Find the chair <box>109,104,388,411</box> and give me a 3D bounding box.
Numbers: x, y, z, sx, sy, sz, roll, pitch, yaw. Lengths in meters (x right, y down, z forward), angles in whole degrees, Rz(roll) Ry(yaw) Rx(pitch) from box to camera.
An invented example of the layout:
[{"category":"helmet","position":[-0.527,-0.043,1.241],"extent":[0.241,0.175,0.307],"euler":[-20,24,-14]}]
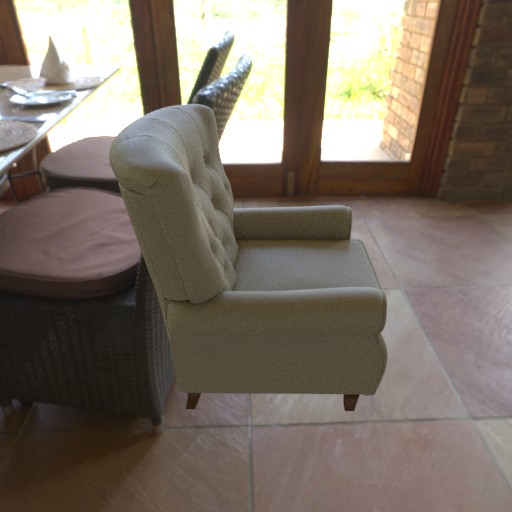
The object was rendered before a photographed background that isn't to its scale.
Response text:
[{"category":"chair","position":[0.000,0.000,1.927],"extent":[1.059,1.158,0.943],"euler":[1,31,1]}]
